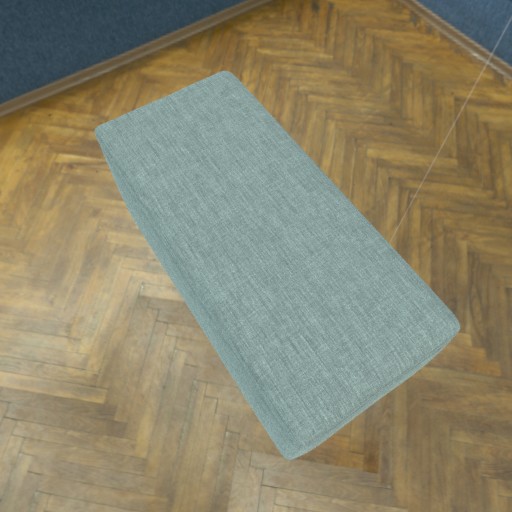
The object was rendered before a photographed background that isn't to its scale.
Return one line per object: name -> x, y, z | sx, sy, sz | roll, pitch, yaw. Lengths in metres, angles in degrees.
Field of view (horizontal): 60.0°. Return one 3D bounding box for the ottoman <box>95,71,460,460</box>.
ottoman -> 0.000, 0.000, 1.148 | 0.419, 0.432, 0.902 | -30, 66, -15
